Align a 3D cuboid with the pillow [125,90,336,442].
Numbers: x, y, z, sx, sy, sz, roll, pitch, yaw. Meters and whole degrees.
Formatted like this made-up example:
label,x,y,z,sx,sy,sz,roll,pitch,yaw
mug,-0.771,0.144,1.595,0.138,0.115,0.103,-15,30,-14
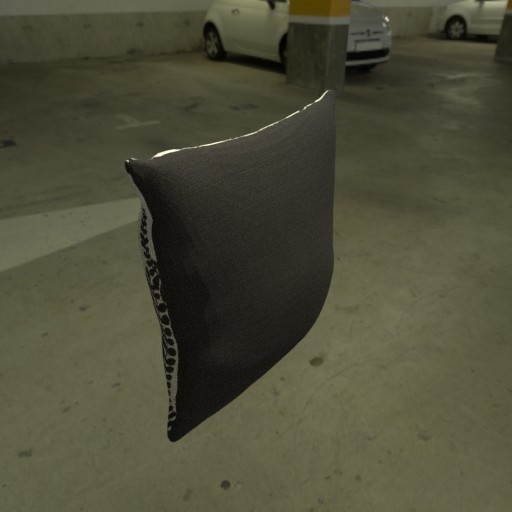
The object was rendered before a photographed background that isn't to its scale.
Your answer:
label,x,y,z,sx,sy,sz,roll,pitch,yaw
pillow,0.000,0.000,0.697,0.182,0.441,0.440,21,36,31
